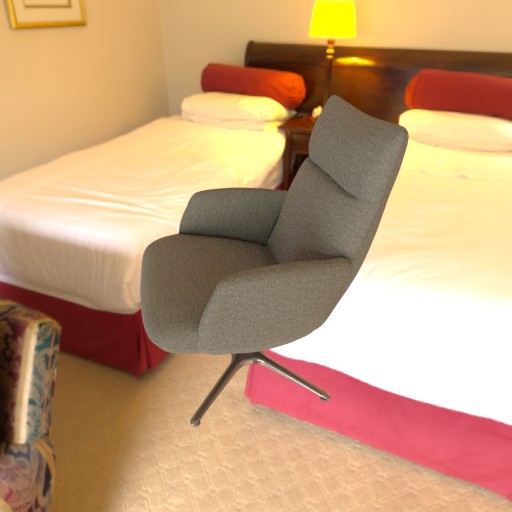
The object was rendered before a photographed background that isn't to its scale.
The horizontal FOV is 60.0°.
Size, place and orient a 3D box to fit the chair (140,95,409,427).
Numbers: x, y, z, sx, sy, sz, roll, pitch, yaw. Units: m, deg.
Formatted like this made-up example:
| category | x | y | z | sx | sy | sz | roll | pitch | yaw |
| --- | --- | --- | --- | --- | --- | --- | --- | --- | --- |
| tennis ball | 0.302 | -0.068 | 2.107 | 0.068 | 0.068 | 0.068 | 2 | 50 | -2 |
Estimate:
| category | x | y | z | sx | sy | sz | roll | pitch | yaw |
| --- | --- | --- | --- | --- | --- | --- | --- | --- | --- |
| chair | 0.000 | 0.000 | 1.579 | 0.831 | 0.984 | 0.702 | -7 | 31 | -12 |
